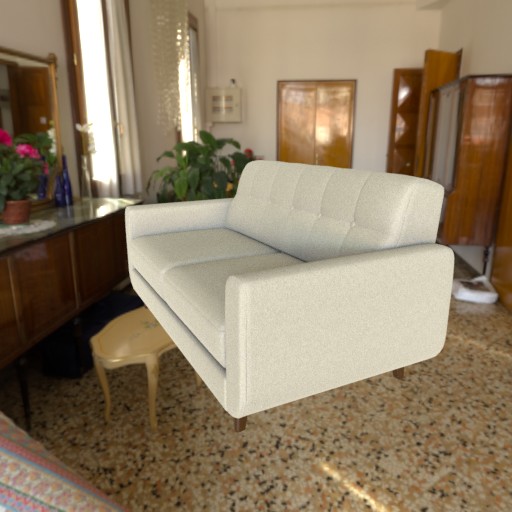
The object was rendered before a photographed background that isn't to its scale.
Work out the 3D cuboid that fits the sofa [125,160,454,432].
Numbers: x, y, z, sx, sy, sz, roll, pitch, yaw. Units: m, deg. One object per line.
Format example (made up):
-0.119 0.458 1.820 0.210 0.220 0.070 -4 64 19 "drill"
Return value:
0.000 0.000 2.246 0.980 0.892 1.655 -8 17 -26 "sofa"
